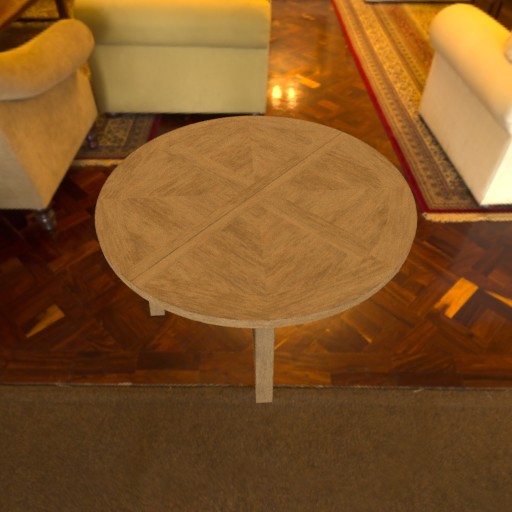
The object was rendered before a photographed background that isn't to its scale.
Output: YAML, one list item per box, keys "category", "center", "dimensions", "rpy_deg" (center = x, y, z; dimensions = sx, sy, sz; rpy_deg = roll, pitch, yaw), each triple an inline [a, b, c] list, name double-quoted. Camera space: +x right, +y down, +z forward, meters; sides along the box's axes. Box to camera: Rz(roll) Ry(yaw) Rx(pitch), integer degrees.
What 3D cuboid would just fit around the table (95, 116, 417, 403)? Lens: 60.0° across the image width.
- category: "table"
  center: [0.000, 0.000, 2.144]
  dimensions: [1.319, 0.762, 1.319]
  rpy_deg: [0, 46, 0]
